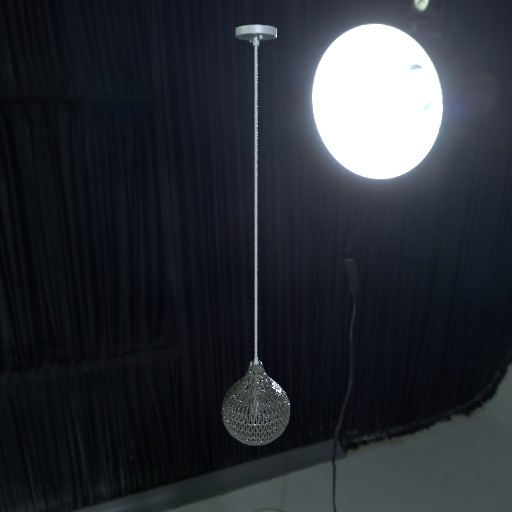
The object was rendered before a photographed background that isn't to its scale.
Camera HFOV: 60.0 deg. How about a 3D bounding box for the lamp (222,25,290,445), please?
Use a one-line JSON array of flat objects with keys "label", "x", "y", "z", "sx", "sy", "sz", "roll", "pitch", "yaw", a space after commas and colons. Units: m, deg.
[{"label": "lamp", "x": 0.000, "y": 0.000, "z": 2.072, "sx": 0.355, "sy": 1.919, "sz": 0.355, "roll": -8, "pitch": 18, "yaw": -24}]
